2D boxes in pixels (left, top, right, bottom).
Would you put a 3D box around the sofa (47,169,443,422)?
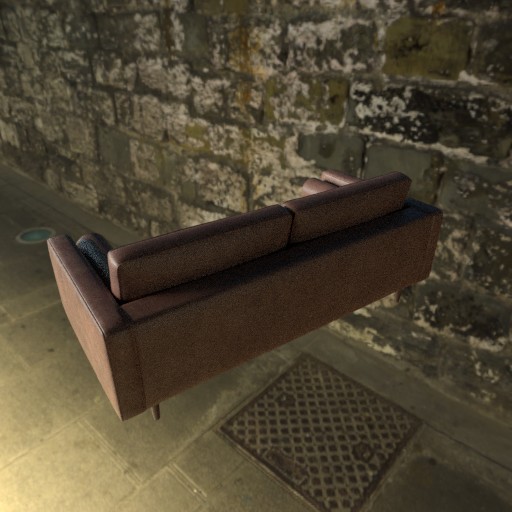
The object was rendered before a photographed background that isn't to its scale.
[{"bbox_3d":[0.000,0.000,2.347,1.870,0.760,0.910,-19,34,-29],"label":"sofa"}]
